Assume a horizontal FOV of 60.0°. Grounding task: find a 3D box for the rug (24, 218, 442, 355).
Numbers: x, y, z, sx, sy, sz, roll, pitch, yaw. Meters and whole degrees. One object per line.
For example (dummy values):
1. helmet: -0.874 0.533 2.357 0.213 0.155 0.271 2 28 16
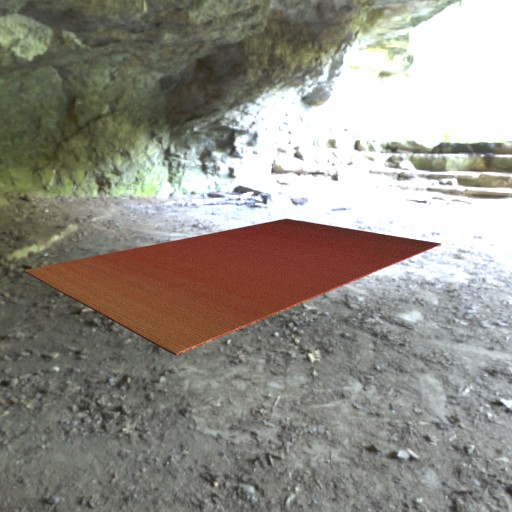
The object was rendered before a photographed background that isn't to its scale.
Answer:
1. rug: 0.000 0.000 2.993 1.531 0.010 2.442 14 20 42
